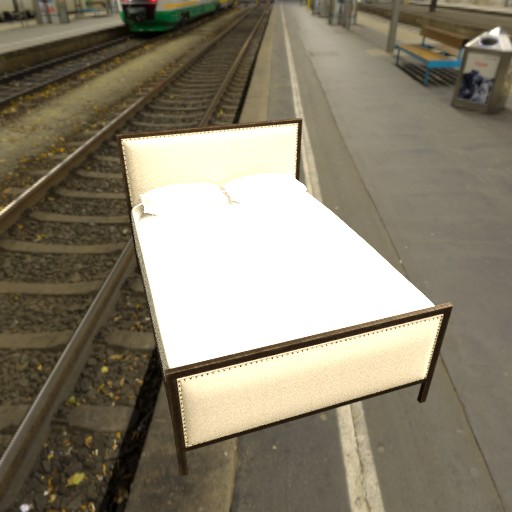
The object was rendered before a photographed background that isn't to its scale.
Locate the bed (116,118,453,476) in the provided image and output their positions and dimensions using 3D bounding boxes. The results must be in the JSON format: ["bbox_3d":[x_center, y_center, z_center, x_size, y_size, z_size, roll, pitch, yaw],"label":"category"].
[{"bbox_3d":[0.000,0.000,3.192,1.607,1.313,2.221,-10,32,-16],"label":"bed"}]
